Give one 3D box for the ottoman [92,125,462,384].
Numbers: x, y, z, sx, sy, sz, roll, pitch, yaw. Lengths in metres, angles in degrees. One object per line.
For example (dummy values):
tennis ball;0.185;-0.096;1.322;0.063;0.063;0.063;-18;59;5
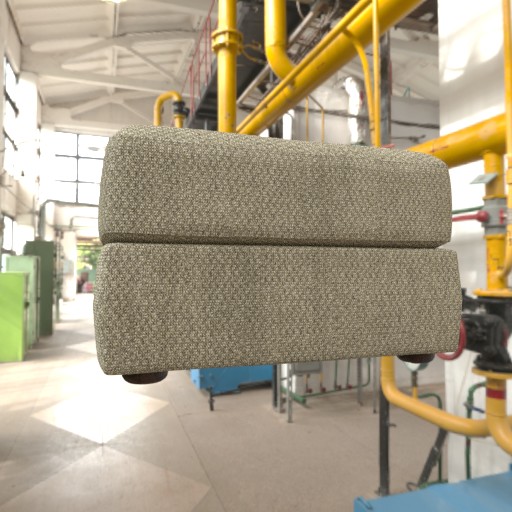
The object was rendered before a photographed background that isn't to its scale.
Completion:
ottoman;0.000;0.000;1.104;0.751;0.476;0.603;1;-2;-18
